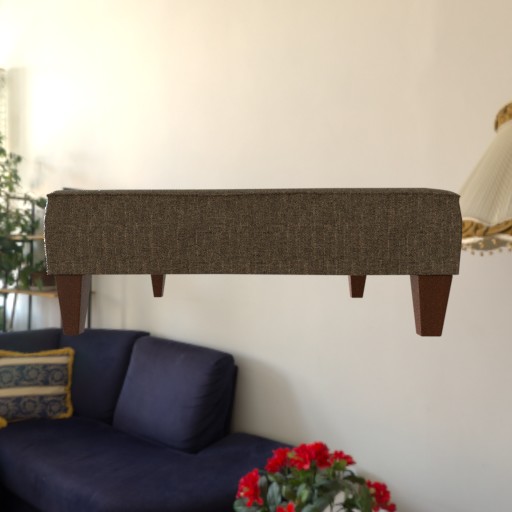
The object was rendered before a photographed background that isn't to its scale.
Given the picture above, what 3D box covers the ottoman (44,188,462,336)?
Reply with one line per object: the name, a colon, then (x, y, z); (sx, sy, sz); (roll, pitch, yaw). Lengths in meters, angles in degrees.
ottoman: (0.000, 0.000, 1.532); (1.016, 0.379, 0.981); (0, 1, 1)
